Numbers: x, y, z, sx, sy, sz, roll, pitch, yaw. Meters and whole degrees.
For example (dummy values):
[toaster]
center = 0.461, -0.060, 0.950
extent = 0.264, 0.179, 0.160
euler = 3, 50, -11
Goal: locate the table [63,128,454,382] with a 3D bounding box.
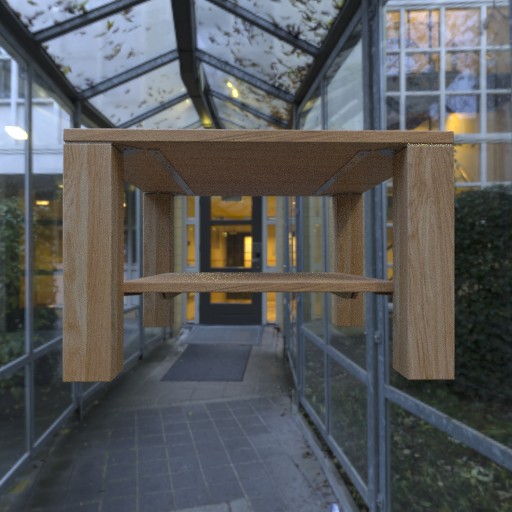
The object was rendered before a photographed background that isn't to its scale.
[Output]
[table]
center = 0.000, 0.000, 1.141
extent = 0.700, 0.450, 0.700
euler = 0, 0, -1
